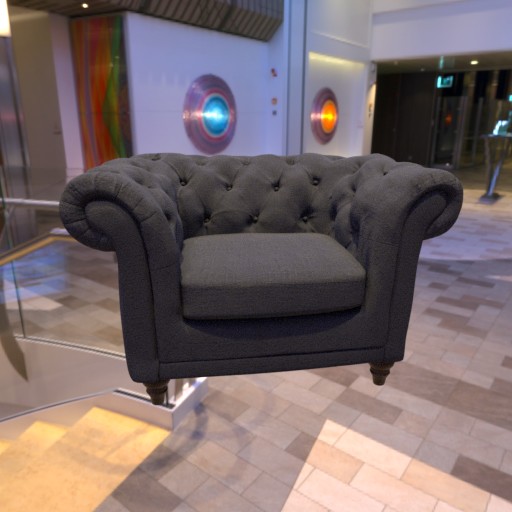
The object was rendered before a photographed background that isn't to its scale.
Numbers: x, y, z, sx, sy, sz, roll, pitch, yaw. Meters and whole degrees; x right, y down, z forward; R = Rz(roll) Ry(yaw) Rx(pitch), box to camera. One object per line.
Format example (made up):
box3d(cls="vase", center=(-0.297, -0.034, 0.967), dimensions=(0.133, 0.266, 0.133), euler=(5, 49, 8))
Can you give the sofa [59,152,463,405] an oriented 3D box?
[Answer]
box3d(cls="sofa", center=(0.000, 0.000, 1.994), dimensions=(1.405, 0.878, 1.032), euler=(-2, 17, -8))
